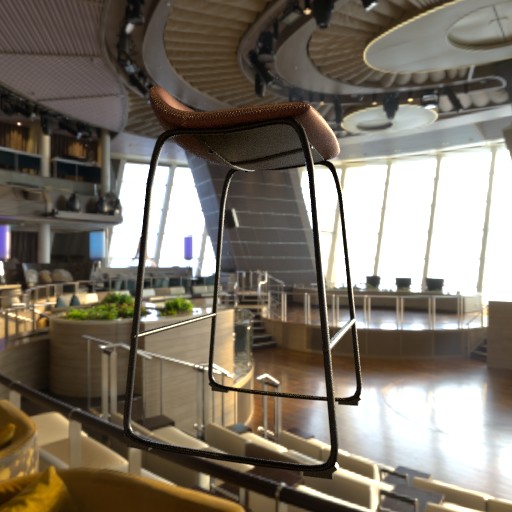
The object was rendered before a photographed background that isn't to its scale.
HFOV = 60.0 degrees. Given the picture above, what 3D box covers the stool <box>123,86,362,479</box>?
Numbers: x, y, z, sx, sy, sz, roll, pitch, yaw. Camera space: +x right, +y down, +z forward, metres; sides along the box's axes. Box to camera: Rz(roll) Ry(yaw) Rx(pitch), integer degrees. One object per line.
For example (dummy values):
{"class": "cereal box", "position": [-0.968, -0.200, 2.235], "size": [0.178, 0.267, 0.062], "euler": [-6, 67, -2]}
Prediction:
{"class": "stool", "position": [0.000, 0.000, 1.105], "size": [0.473, 0.830, 0.454], "euler": [0, -1, 19]}
